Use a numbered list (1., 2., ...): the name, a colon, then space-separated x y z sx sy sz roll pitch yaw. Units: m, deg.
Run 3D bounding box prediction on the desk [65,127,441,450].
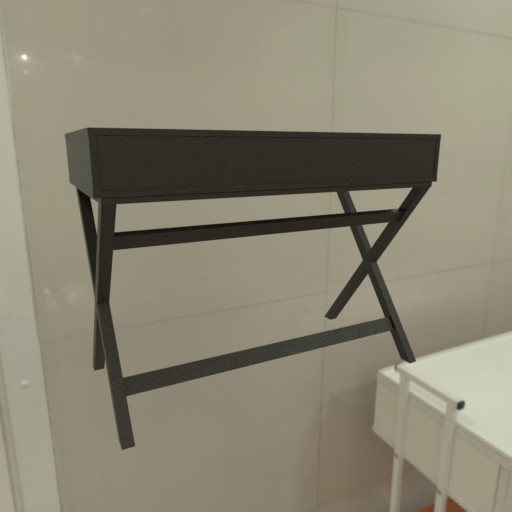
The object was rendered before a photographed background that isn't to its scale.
1. desk: 0.000 0.000 1.470 1.057 0.780 0.504 -7 15 -27
